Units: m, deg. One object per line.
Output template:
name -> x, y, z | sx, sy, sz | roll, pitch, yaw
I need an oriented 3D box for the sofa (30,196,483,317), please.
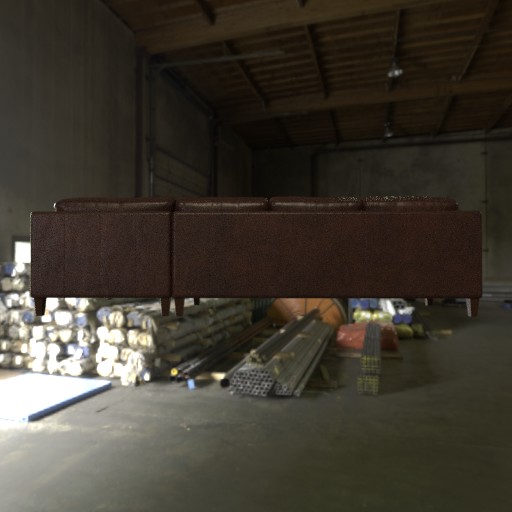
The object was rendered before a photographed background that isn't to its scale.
sofa -> 0.000, 0.000, 3.910 | 3.203, 0.883, 1.581 | 0, -1, 1
